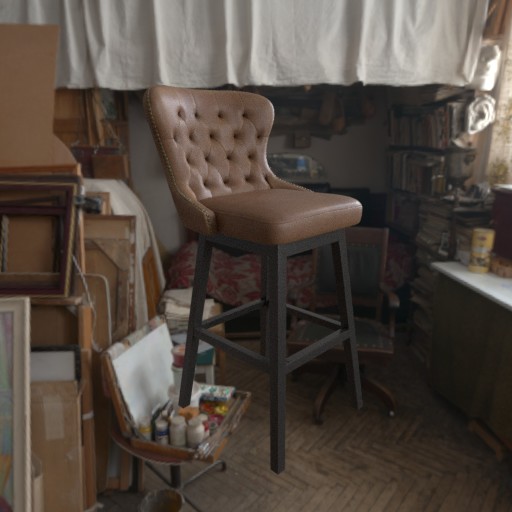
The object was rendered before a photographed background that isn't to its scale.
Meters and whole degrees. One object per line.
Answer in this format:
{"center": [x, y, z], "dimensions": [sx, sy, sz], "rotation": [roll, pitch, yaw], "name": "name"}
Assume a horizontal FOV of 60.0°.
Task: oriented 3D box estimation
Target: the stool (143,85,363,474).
{"center": [0.000, 0.000, 1.435], "dimensions": [0.601, 1.050, 0.528], "rotation": [15, 22, 42], "name": "stool"}
